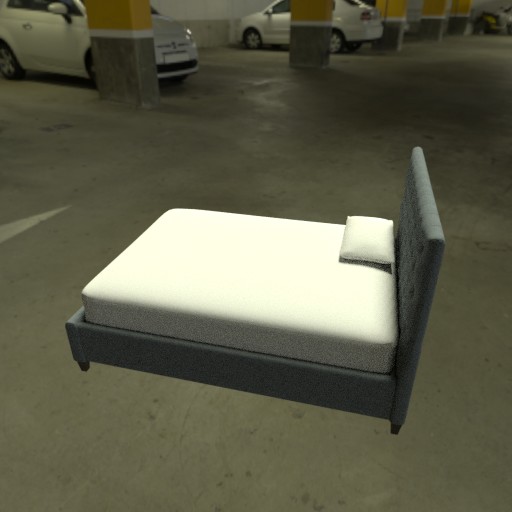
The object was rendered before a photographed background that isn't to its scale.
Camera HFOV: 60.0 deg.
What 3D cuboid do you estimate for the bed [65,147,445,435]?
[{"bbox_3d":[0.000,0.000,3.413,2.335,1.411,1.698,7,30,13],"label":"bed"}]
